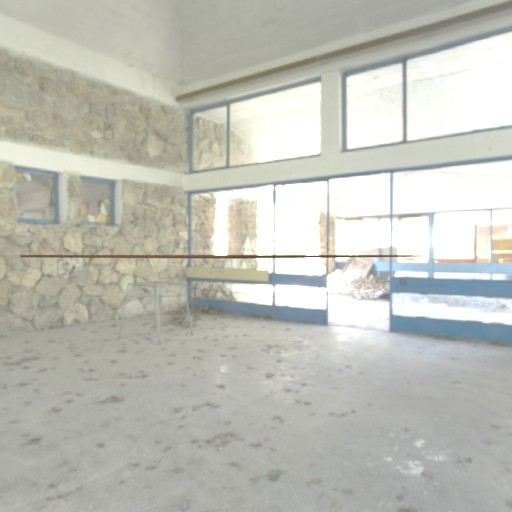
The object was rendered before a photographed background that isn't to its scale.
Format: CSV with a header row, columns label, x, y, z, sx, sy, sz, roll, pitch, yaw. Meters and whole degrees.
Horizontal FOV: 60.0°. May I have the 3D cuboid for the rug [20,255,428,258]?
label,x,y,z,sx,sy,sz,roll,pitch,yaw
rug,0.000,0.000,2.305,1.219,0.010,1.829,0,0,37
